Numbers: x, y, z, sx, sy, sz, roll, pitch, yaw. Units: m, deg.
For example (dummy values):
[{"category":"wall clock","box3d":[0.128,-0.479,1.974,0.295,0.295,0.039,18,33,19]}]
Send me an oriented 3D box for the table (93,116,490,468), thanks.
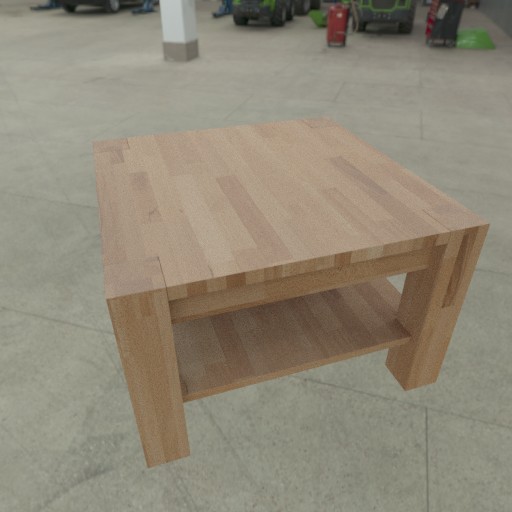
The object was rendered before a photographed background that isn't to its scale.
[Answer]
[{"category":"table","box3d":[0.000,0.000,1.145,0.700,0.451,0.700,-11,36,-15]}]
